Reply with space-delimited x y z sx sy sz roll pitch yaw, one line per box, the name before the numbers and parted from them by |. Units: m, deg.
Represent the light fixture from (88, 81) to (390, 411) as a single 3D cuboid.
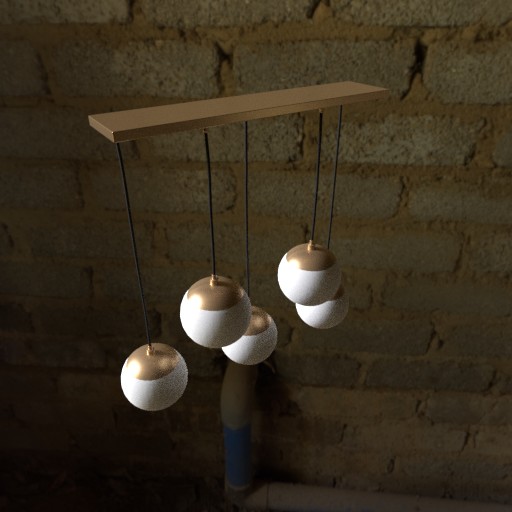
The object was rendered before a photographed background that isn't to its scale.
light fixture | 0.000 0.000 1.291 0.863 0.869 0.299 -19 36 -29
